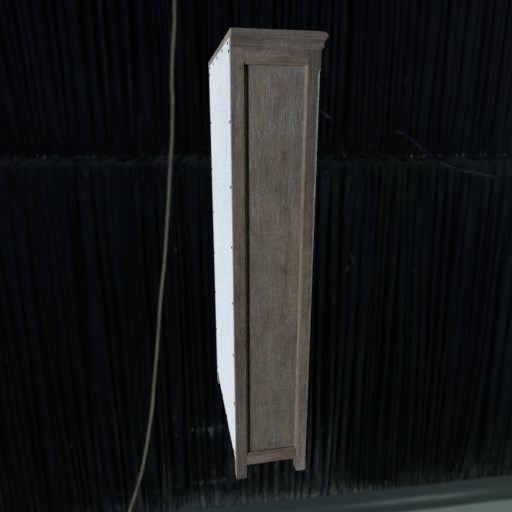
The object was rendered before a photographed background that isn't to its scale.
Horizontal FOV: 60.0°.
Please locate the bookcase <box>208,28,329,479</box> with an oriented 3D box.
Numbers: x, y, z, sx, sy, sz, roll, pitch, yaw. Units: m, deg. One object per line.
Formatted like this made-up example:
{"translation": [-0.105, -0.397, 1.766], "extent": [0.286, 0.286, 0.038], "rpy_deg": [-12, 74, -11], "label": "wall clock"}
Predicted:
{"translation": [0.000, 0.000, 2.208], "extent": [0.348, 1.880, 0.906], "rpy_deg": [-3, 17, -10], "label": "bookcase"}
